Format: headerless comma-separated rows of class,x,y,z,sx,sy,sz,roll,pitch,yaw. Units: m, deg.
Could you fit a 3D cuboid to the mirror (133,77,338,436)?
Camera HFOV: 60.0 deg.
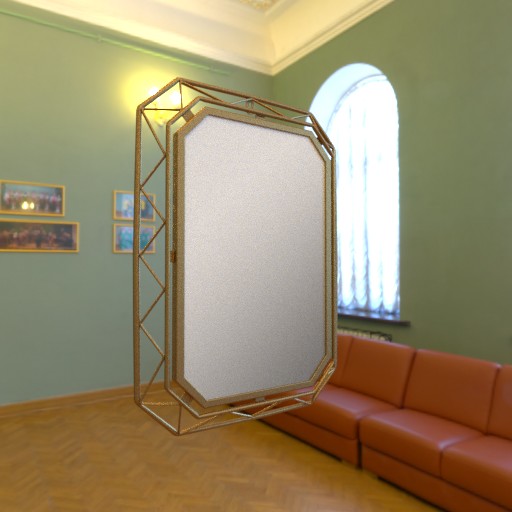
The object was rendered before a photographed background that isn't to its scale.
mirror,0.000,0.000,0.755,0.417,0.566,0.042,1,-2,-35
